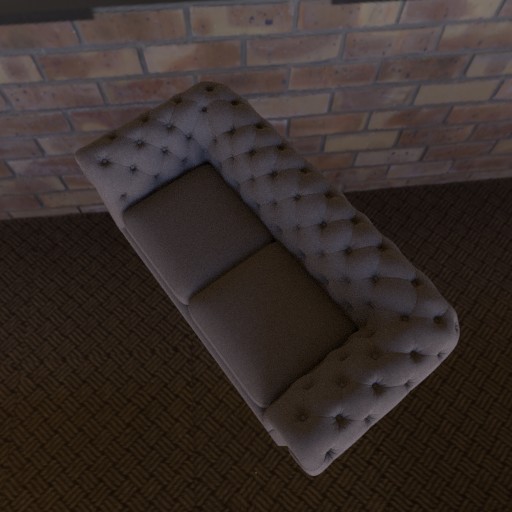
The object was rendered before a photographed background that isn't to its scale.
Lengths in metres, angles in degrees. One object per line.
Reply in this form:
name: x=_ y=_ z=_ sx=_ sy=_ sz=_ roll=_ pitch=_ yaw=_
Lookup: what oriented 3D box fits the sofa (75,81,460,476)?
sofa: x=0.000 y=0.000 z=2.420 sx=0.986 sy=0.764 sz=1.998 roll=-35 pitch=69 yaw=-16
